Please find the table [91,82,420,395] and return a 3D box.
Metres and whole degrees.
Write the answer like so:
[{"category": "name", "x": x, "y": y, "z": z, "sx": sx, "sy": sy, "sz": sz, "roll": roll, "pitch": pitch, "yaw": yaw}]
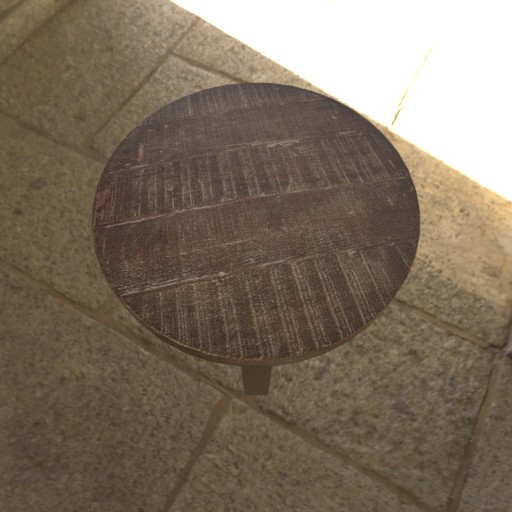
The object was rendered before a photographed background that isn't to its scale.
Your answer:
[{"category": "table", "x": 0.000, "y": 0.000, "z": 0.955, "sx": 0.557, "sy": 0.437, "sz": 0.557, "roll": 0, "pitch": 63, "yaw": 0}]
